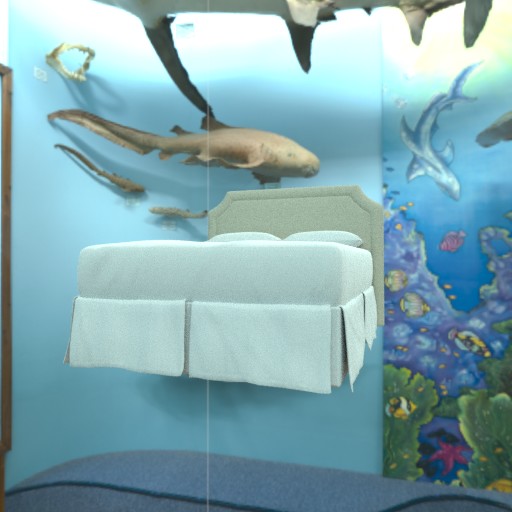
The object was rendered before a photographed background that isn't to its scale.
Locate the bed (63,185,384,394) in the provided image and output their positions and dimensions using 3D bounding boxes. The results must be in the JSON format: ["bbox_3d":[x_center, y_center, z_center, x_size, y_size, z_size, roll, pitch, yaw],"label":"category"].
[{"bbox_3d":[0.000,0.000,3.221,1.693,1.290,2.116,0,-1,19],"label":"bed"}]
